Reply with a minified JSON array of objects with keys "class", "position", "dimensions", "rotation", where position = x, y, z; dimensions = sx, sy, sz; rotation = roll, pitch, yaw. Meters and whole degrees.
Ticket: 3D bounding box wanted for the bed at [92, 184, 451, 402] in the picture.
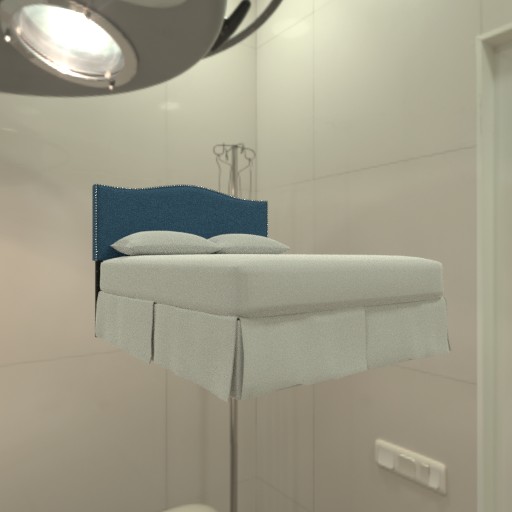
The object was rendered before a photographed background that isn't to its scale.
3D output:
[{"class":"bed","position":[0.000,0.000,2.929],"dimensions":[1.610,1.169,1.872],"rotation":[0,0,-37]}]
